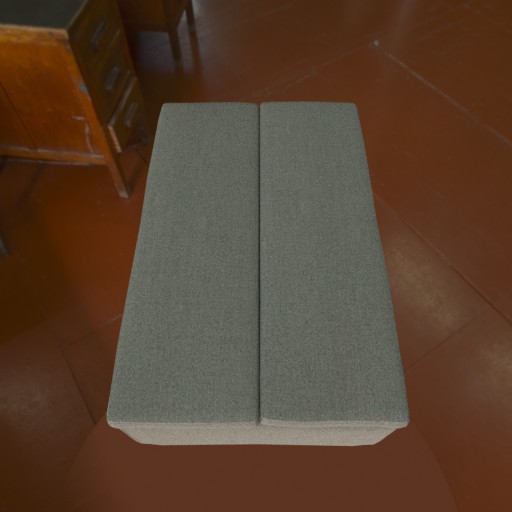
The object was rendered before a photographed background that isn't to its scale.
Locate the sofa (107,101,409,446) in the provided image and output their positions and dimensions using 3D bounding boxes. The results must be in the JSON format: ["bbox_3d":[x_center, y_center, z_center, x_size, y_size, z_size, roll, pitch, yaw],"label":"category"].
[{"bbox_3d":[0.000,0.000,1.614,0.817,0.434,1.250,0,58,0],"label":"sofa"}]
